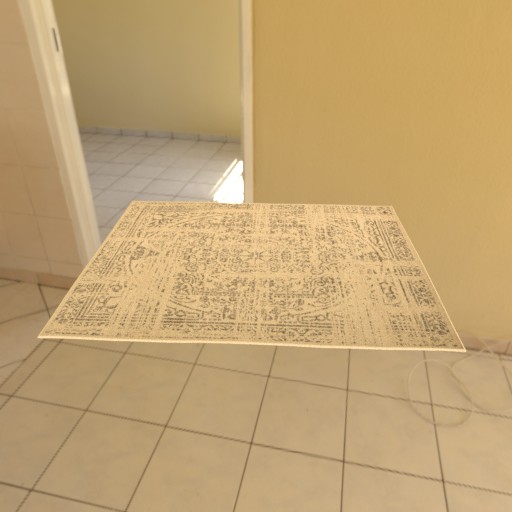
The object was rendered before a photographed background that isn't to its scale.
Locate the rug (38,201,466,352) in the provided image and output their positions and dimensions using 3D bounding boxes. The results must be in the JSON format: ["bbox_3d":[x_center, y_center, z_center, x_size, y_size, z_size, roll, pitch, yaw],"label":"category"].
[{"bbox_3d":[0.000,0.000,3.974,2.921,0.032,2.311,1,31,2],"label":"rug"}]
